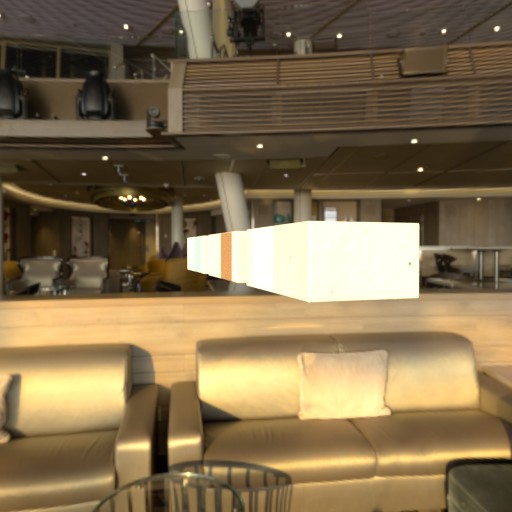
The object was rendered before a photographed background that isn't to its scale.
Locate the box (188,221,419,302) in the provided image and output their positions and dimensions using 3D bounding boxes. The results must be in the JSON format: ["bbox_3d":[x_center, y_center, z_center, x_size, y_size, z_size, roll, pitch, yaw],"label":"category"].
[{"bbox_3d":[0.000,0.000,0.504,0.082,0.051,0.461,0,1,-18],"label":"box"}]
